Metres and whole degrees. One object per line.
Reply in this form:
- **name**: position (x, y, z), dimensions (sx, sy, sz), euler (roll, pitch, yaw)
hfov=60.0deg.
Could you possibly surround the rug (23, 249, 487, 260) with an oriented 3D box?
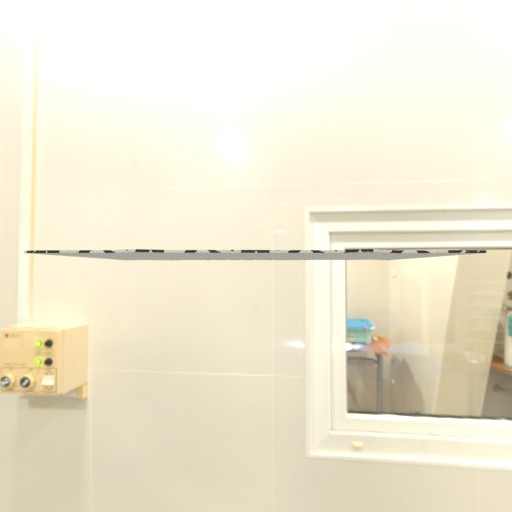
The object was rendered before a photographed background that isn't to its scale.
- **rug**: position (0.000, 0.000, 4.387), dimensions (3.369, 0.036, 2.444), euler (0, -2, 0)
